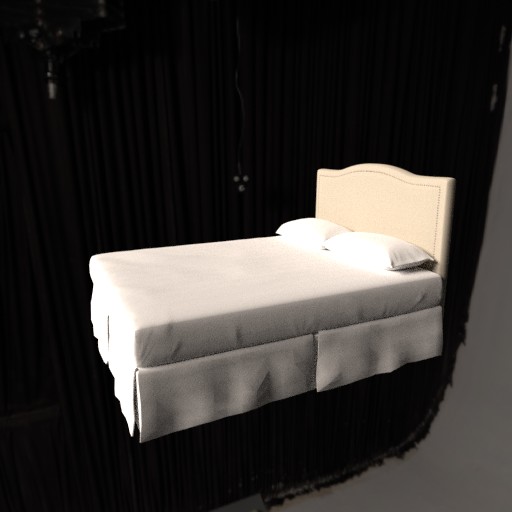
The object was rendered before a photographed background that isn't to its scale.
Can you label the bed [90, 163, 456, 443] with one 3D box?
[{"bbox_3d":[0.000,0.000,3.609,2.477,1.437,1.977,-7,15,-26],"label":"bed"}]
